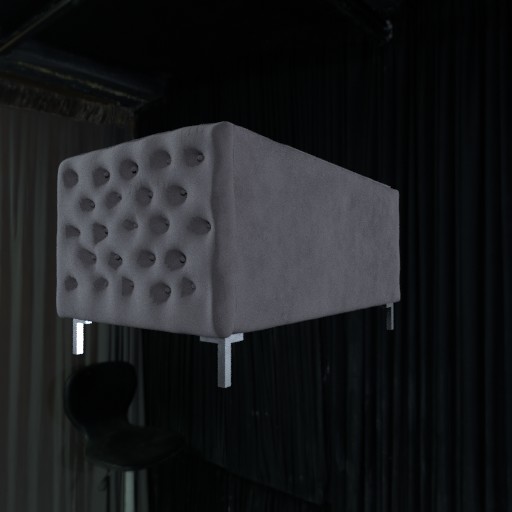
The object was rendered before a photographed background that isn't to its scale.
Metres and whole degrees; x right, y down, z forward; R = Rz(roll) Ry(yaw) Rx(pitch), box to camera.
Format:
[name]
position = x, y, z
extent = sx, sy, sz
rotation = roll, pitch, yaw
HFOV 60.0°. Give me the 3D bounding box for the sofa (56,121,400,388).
[sofa]
position = 0.000, 0.000, 2.141
extent = 0.909, 0.810, 1.583
rotation = -1, -1, 36
